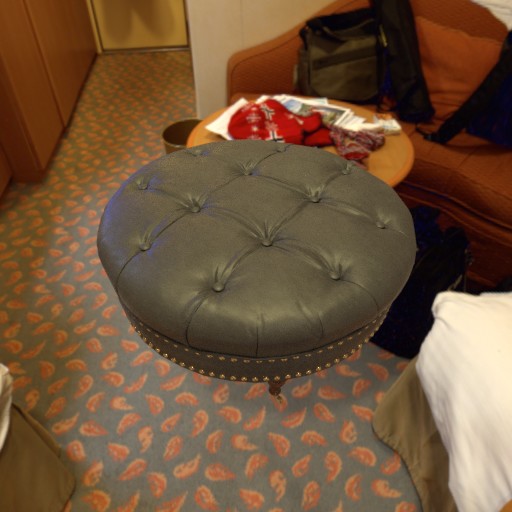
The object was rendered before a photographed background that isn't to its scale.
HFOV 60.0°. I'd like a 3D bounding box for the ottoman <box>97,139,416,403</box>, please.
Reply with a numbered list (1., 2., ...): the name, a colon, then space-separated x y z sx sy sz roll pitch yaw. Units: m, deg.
1. ottoman: 0.000 0.000 1.383 0.901 0.439 0.901 0 41 0
